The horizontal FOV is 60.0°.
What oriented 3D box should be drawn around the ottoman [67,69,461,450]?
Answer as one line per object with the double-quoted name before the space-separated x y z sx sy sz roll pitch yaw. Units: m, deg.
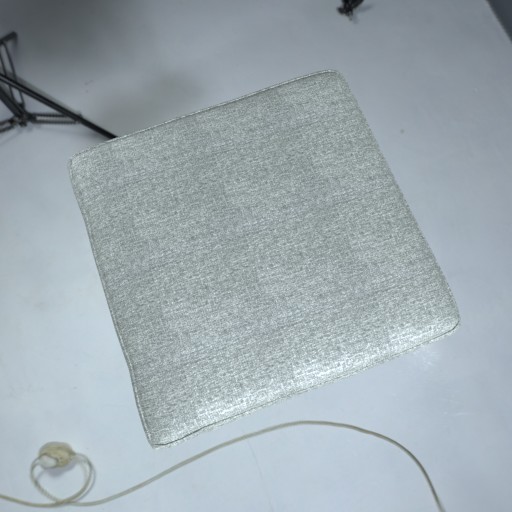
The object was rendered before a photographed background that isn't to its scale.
"ottoman" 0.000 0.000 1.335 0.838 0.481 0.838 -20 76 -5
